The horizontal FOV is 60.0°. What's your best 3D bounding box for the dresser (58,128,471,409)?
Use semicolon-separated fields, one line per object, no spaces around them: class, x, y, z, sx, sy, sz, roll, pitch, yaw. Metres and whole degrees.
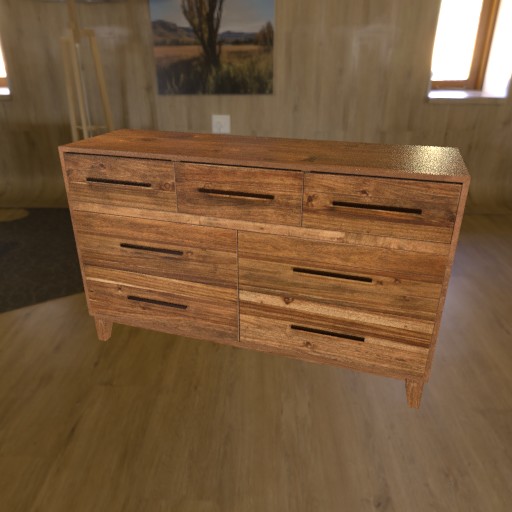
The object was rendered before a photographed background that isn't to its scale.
dresser;0.000;0.000;1.800;1.400;0.873;0.446;8;26;16
